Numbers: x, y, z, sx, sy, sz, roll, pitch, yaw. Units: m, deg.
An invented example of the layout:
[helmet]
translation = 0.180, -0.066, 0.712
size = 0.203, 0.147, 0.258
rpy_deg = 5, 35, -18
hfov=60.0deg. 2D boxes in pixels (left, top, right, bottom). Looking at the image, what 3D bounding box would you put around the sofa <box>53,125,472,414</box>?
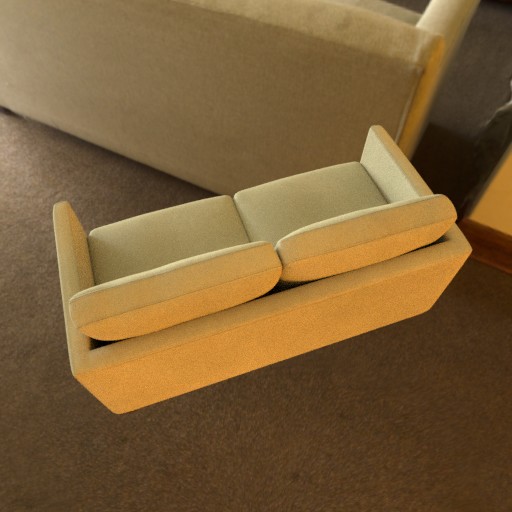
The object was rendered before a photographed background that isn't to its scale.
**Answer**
[sofa]
translation = 0.000, 0.000, 2.333
size = 1.846, 0.940, 0.950
rpy_deg = -16, 58, -10
